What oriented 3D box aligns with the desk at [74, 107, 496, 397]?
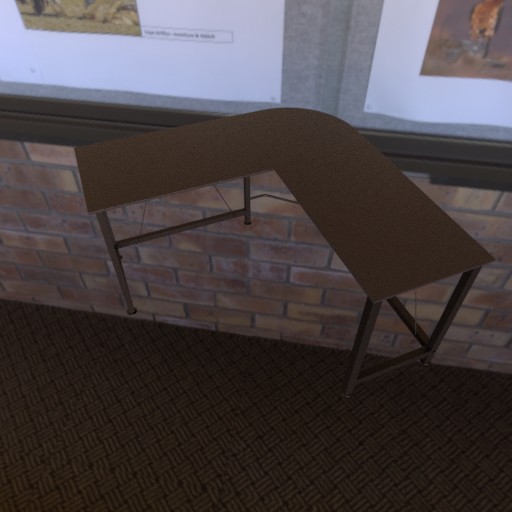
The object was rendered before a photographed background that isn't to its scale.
[{"bbox_3d":[0.000,0.000,2.224,1.400,0.762,1.400,-16,48,-15],"label":"desk"}]
